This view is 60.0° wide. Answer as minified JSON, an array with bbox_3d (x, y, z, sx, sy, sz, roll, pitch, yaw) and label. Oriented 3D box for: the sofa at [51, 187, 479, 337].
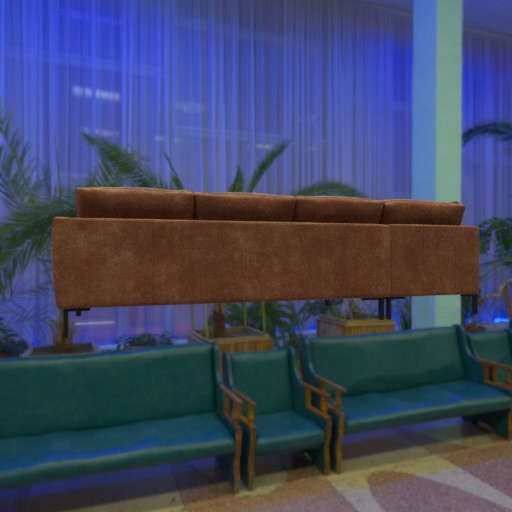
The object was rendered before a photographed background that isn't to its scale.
[{"bbox_3d":[0.000,0.000,3.775,2.984,0.877,1.938,0,0,-18],"label":"sofa"}]
